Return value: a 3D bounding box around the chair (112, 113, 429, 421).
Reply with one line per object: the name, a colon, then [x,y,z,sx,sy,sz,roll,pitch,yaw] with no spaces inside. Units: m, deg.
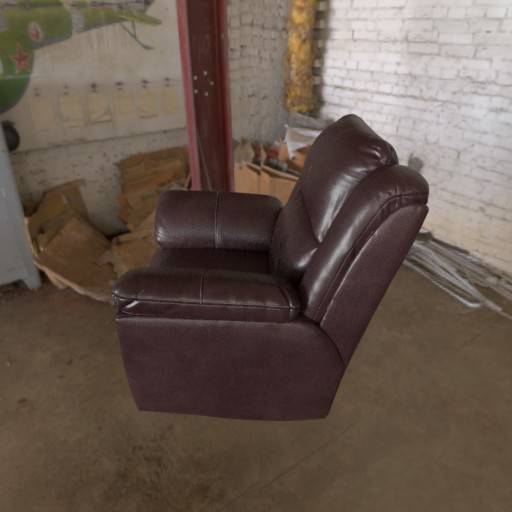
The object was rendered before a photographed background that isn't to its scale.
chair: [0.000,0.000,1.894,1.041,1.093,0.990,0,28,-1]
